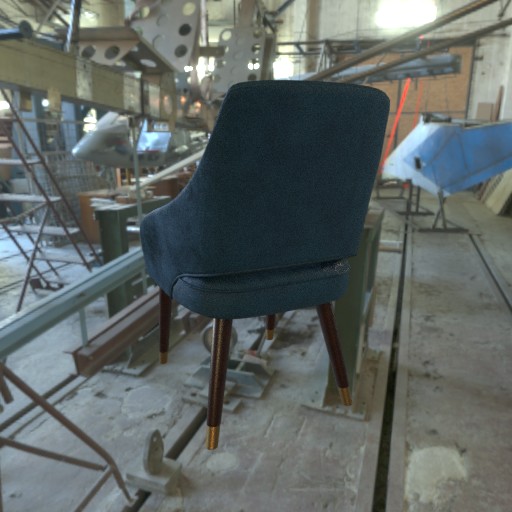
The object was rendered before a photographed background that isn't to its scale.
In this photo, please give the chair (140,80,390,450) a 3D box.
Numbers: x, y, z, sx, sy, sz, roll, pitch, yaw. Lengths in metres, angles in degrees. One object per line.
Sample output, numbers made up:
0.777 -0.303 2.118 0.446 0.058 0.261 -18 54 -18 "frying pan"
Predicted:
0.000 0.000 1.571 0.683 1.081 0.794 -7 17 -25 "chair"
